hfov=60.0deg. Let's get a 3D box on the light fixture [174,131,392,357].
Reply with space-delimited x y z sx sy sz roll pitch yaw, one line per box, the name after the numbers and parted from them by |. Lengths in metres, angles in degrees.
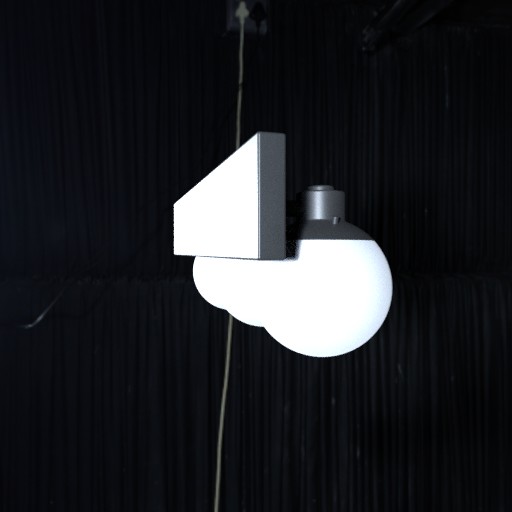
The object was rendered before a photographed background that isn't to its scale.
0.000 0.000 0.828 0.218 0.263 0.721 0 1 -17 | light fixture
